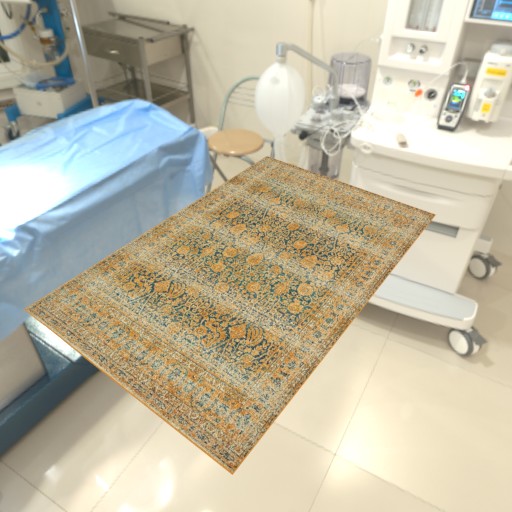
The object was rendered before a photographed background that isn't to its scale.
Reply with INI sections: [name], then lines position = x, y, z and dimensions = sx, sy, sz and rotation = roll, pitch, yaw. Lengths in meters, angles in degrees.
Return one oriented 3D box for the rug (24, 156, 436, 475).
[rug]
position = 0.000, 0.000, 2.871
dimensions = 1.525, 0.007, 2.336
rotation = 26, 46, 28
